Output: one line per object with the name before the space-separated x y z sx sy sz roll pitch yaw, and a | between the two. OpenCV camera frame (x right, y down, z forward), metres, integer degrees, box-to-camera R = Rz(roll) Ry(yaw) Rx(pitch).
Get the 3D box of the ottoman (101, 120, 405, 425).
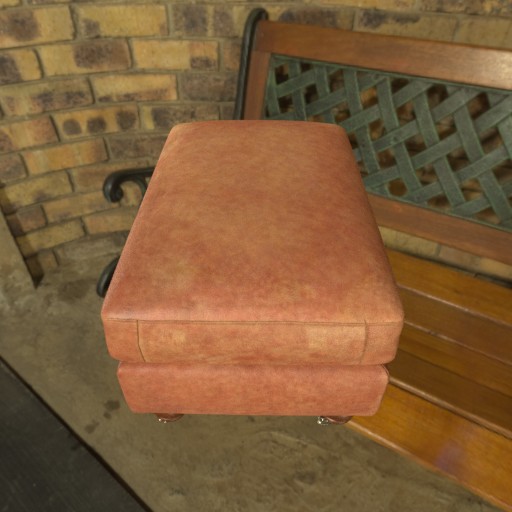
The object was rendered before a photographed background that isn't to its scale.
ottoman | 0.000 0.000 1.192 0.565 0.507 0.852 1 40 1
